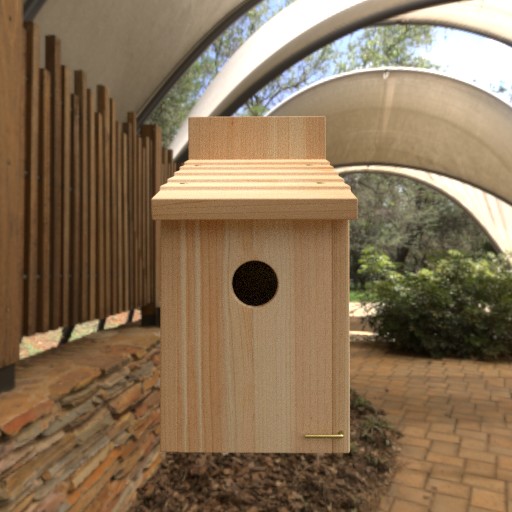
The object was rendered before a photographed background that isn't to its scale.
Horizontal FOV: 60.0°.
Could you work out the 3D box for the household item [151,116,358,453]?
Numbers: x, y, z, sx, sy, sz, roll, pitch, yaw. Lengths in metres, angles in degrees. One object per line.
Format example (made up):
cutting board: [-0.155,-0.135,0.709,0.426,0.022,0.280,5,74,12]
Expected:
household item: [0.000,0.000,0.402,0.149,0.300,0.171,0,-1,1]
